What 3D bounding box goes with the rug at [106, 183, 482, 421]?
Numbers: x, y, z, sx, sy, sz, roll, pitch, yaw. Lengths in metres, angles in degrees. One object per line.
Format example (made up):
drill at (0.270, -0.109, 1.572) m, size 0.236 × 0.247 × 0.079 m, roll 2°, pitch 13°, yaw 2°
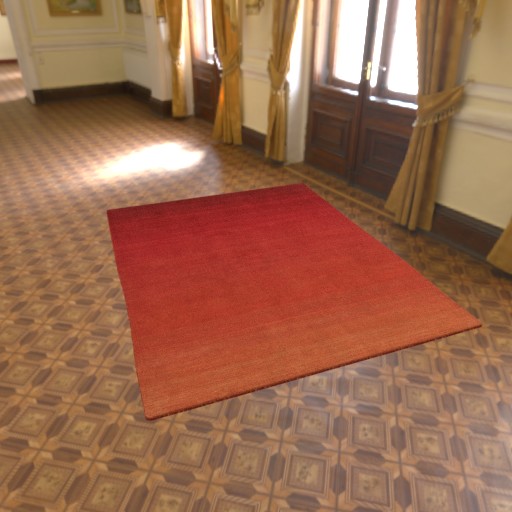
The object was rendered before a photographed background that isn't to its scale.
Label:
rug at (0.000, 0.000, 3.908) m, size 2.340 × 0.028 × 2.905 m, roll -11°, pitch 32°, yaw -17°
